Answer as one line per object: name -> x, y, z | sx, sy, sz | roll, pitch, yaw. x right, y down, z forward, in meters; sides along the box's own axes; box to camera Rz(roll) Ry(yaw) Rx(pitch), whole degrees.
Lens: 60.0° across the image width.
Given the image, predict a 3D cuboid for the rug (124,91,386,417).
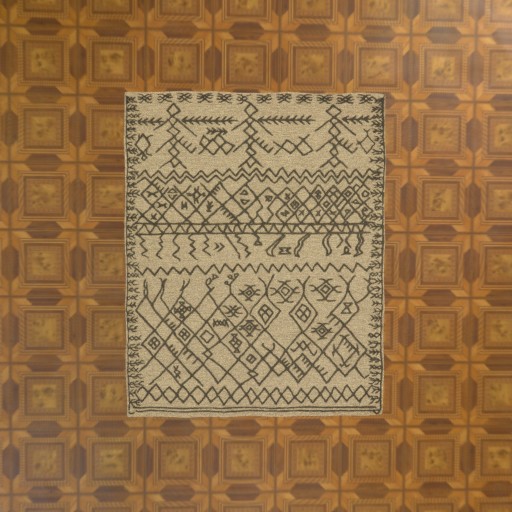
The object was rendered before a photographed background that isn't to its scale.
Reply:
rug -> 0.000, 0.000, 3.342 | 1.964, 0.025, 2.455 | 0, 92, -2
